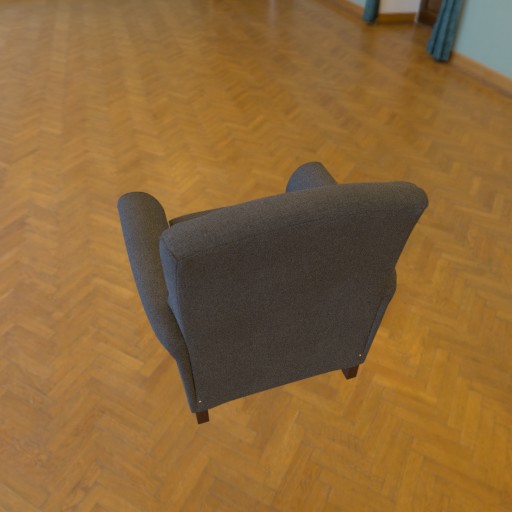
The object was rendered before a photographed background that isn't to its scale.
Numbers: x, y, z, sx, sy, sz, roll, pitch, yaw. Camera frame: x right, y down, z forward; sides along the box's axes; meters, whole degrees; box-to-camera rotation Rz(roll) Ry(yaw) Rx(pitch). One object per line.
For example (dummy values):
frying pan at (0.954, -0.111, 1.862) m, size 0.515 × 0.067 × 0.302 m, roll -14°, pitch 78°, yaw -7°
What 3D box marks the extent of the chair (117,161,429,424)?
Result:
chair at (0.000, 0.000, 1.760) m, size 0.978 × 1.061 × 0.905 m, roll -12°, pitch 42°, yaw -14°
